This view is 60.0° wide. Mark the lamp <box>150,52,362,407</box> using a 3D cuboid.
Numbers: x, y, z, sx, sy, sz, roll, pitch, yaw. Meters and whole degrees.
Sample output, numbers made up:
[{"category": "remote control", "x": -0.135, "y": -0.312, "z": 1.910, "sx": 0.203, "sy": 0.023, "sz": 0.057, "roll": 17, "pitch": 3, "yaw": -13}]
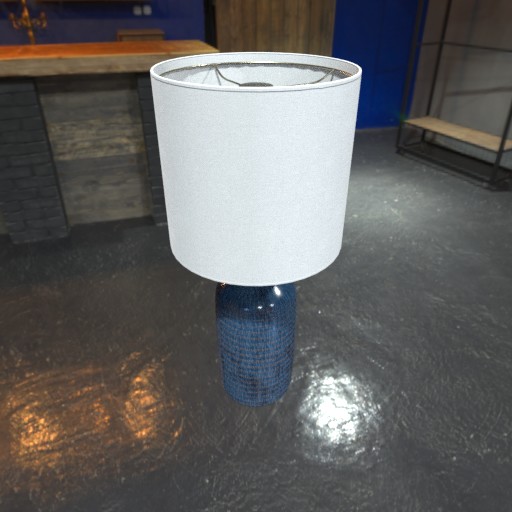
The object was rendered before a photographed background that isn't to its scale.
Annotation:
[{"category": "lamp", "x": 0.000, "y": 0.000, "z": 0.596, "sx": 0.220, "sy": 0.475, "sz": 0.220, "roll": -9, "pitch": 33, "yaw": -13}]
